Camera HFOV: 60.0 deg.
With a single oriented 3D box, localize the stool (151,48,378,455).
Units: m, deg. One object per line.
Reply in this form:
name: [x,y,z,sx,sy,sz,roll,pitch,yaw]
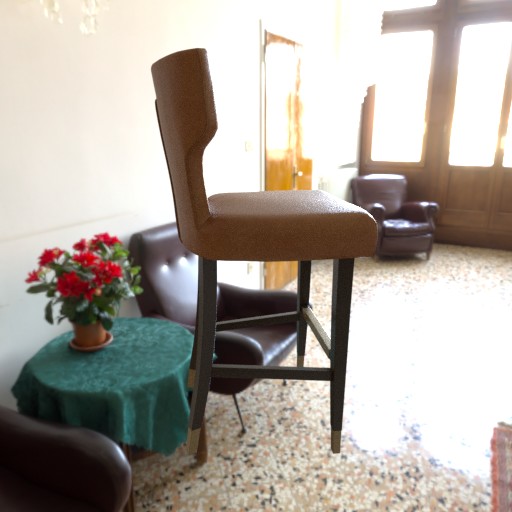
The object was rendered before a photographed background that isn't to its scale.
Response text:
stool: [0.000,0.000,1.362,0.563,1.092,0.526,-2,16,-7]
